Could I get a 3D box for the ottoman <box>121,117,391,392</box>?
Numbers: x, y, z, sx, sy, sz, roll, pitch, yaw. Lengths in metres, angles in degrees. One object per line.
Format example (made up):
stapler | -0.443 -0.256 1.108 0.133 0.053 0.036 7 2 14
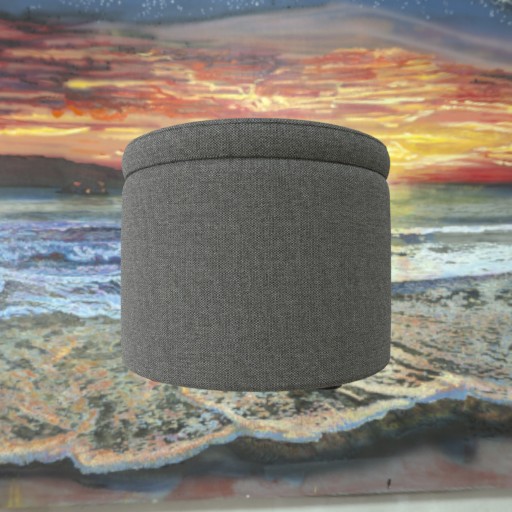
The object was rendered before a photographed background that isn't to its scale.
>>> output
ottoman | 0.000 0.000 0.891 0.520 0.430 0.520 0 0 0
